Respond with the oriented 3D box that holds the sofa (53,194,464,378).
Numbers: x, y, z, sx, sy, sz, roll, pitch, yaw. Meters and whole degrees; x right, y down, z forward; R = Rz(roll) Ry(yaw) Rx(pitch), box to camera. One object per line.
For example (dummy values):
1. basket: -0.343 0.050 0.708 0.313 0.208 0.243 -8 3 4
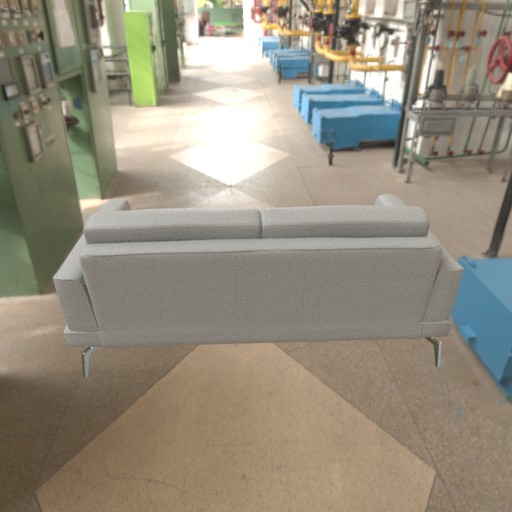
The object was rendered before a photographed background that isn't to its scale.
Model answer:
1. sofa: 0.000 0.000 2.792 2.177 0.930 1.121 -1 29 -2
